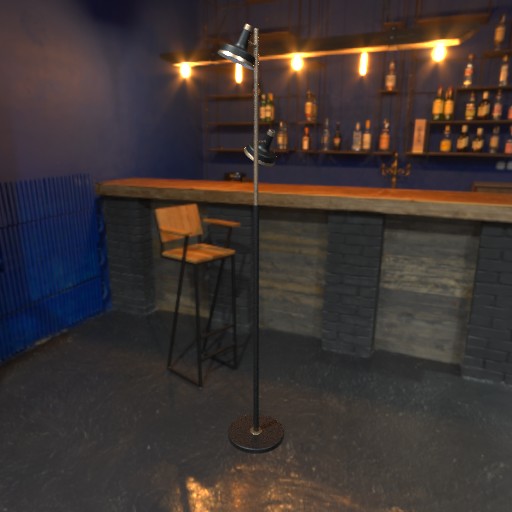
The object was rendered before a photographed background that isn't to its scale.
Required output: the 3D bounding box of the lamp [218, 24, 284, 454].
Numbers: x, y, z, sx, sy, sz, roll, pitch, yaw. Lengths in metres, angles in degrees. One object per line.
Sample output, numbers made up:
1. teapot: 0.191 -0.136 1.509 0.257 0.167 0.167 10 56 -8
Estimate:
1. lamp: 0.000 0.000 1.793 0.253 1.674 0.351 7 16 25
